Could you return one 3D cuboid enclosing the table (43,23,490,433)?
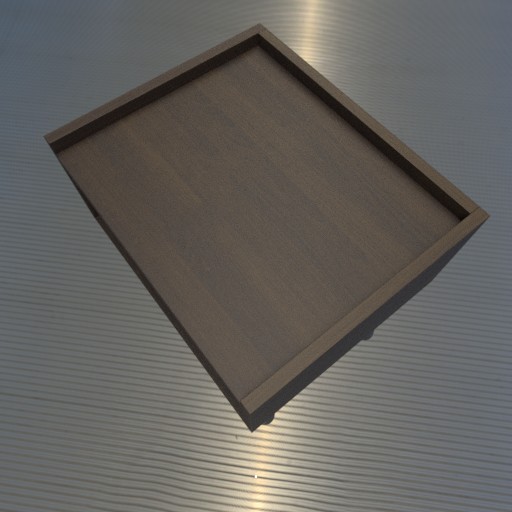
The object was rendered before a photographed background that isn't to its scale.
[{"bbox_3d":[0.000,0.000,0.776,0.370,0.470,0.450,-35,69,-16],"label":"table"}]
